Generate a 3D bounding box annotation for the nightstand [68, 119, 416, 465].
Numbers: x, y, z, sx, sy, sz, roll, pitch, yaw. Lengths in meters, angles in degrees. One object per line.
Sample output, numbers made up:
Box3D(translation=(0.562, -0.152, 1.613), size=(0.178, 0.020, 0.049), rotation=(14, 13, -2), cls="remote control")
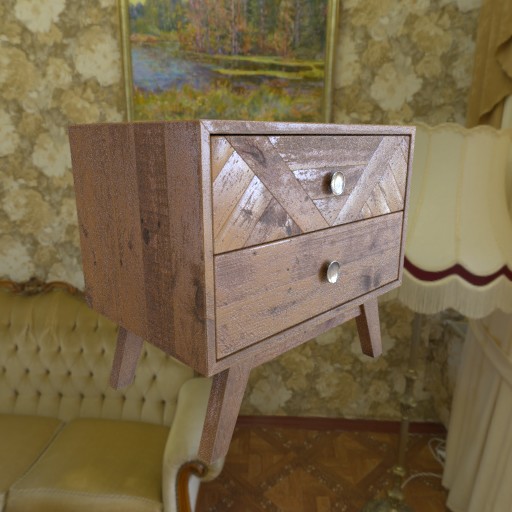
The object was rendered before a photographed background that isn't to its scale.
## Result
Box3D(translation=(0.000, 0.000, 1.058), size=(0.650, 0.599, 0.450), rotation=(-15, 21, -43), cls="nightstand")
